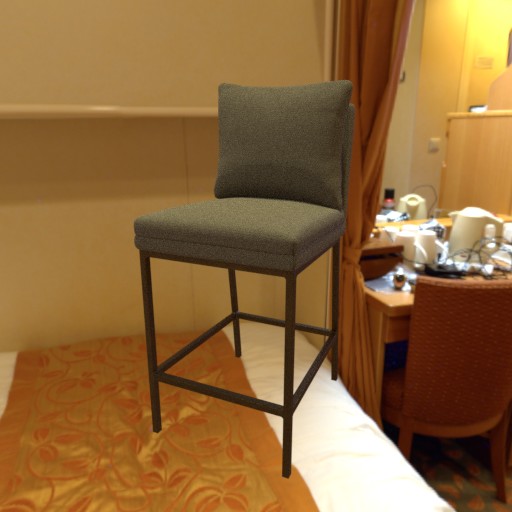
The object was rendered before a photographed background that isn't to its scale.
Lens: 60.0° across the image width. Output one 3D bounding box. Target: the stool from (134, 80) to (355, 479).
[{"bbox_3d":[0.000,0.000,1.351,0.463,1.031,0.569,8,18,24],"label":"stool"}]
